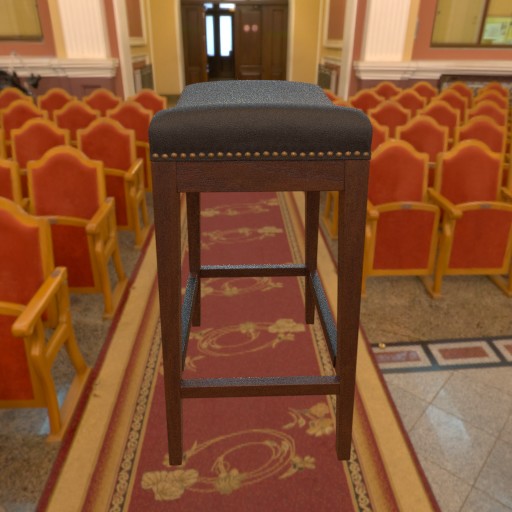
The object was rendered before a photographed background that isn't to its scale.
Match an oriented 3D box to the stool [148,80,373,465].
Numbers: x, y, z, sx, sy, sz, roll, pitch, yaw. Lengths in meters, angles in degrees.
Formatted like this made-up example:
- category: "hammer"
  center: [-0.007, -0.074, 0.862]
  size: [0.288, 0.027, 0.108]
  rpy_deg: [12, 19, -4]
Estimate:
- category: "stool"
  center: [0.000, 0.000, 0.939]
  size: [0.353, 0.664, 0.490]
  rpy_deg: [-1, 26, -2]
